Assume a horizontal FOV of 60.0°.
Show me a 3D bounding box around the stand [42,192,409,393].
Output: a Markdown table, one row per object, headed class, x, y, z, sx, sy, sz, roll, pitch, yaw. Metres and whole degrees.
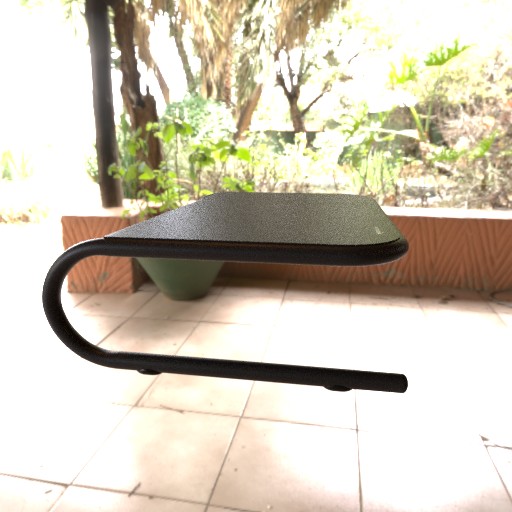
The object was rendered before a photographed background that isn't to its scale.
| class | x | y | z | sx | sy | sz | roll | pitch | yaw |
| --- | --- | --- | --- | --- | --- | --- | --- | --- | --- |
| stand | 0.000 | 0.000 | 0.498 | 0.280 | 0.108 | 0.370 | 2 | 14 | 9 |
